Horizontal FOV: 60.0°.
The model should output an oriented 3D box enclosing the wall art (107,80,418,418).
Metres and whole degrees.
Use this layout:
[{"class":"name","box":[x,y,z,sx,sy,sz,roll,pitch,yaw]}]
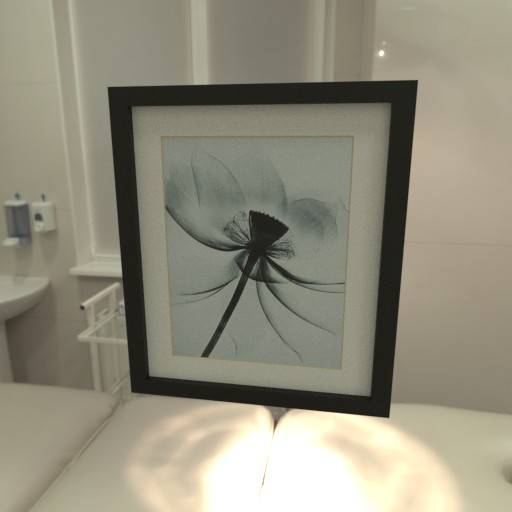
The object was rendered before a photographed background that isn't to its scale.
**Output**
[{"class":"wall art","box":[0.000,0.000,0.526,0.330,0.381,0.029,2,15,10]}]
